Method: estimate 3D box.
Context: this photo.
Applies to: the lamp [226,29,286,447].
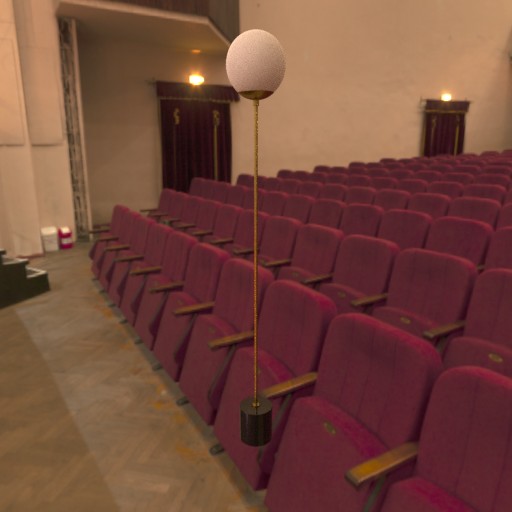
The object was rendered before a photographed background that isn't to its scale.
[{"bbox_3d":[0.000,0.000,1.876,0.229,1.748,0.229,-8,16,-28],"label":"lamp"}]
